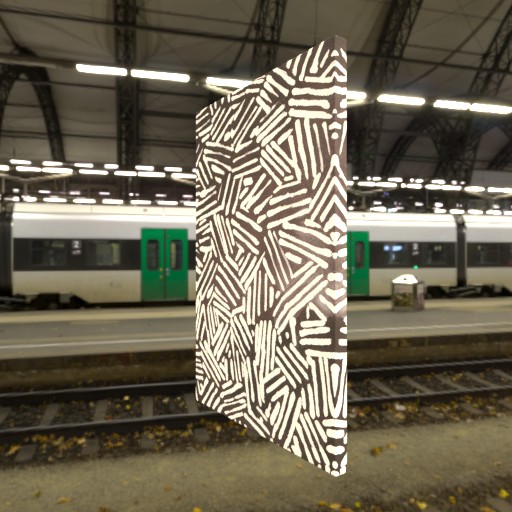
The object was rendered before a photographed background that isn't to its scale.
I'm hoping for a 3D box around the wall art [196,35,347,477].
[{"bbox_3d":[0.000,0.000,1.177,0.035,0.918,0.615,0,0,-36],"label":"wall art"}]
